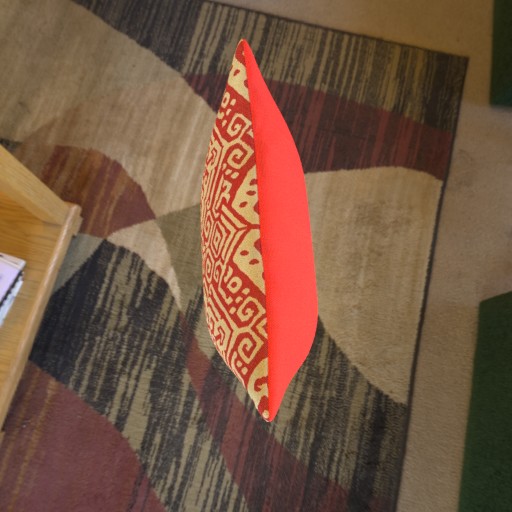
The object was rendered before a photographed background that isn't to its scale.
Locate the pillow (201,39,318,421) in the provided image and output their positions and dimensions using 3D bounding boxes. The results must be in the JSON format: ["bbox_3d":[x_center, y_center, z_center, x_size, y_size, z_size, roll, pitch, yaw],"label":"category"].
[{"bbox_3d":[0.000,0.000,0.810,0.192,0.507,0.522,-4,75,-1],"label":"pillow"}]
